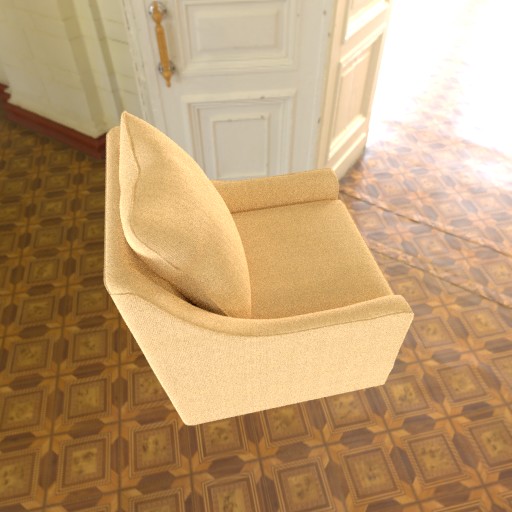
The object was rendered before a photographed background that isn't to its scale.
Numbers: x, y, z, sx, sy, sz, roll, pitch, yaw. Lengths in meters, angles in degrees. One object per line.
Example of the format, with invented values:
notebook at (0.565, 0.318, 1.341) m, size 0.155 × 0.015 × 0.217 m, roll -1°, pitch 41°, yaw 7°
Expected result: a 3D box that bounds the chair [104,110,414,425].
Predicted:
chair at (0.000, 0.000, 1.581) m, size 0.876 × 0.927 × 0.760 m, roll -9°, pitch 48°, yaw -8°
